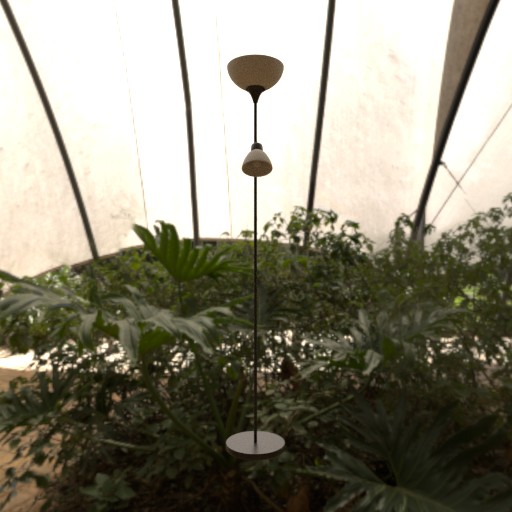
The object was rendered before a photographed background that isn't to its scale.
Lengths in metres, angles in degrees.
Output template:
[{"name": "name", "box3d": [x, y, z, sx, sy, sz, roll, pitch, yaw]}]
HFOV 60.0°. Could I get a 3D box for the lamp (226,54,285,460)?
[{"name": "lamp", "box3d": [0.000, 0.000, 2.016, 0.279, 1.804, 0.442, 0, -1, -2]}]
